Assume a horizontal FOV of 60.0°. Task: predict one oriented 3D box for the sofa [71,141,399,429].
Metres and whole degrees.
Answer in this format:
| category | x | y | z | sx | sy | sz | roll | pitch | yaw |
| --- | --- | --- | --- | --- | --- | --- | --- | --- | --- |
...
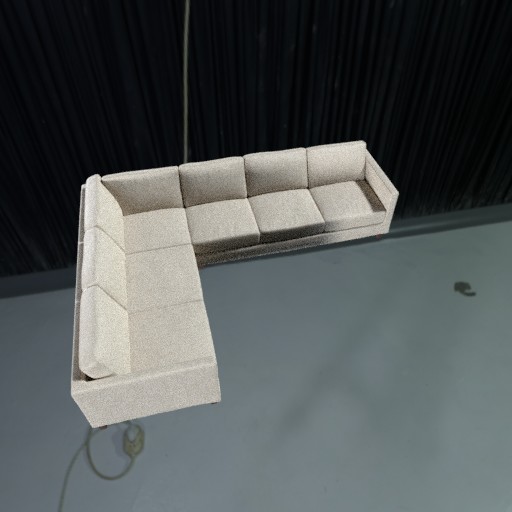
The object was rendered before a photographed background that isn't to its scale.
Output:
| category | x | y | z | sx | sy | sz | roll | pitch | yaw |
| --- | --- | --- | --- | --- | --- | --- | --- | --- | --- |
| sofa | 0.000 | 0.000 | 4.251 | 3.182 | 0.863 | 2.432 | -10 | 47 | -9 |
